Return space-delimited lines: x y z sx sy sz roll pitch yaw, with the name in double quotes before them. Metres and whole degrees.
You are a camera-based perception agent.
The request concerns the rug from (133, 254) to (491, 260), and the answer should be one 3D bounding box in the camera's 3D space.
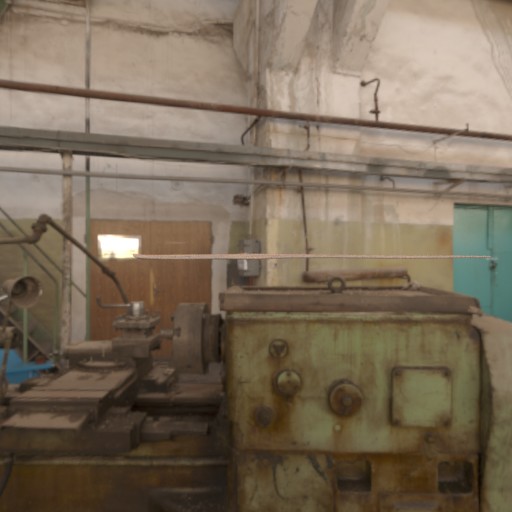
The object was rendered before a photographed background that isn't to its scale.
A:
"rug" 0.000 0.000 2.294 1.220 0.017 1.835 0 1 -16
